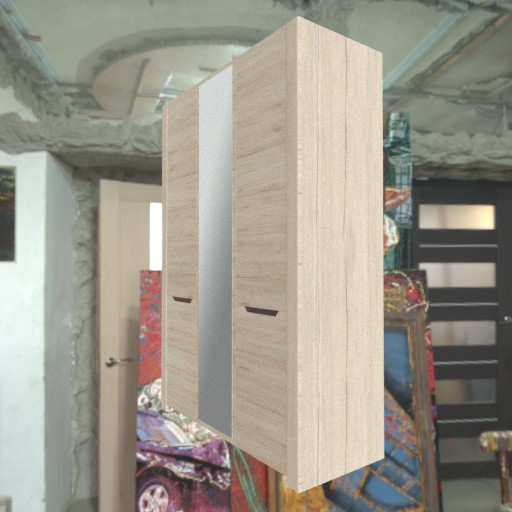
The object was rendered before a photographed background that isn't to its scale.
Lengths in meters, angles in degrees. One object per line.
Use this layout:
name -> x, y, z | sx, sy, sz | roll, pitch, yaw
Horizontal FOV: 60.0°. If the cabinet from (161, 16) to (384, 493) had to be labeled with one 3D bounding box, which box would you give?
cabinet -> 0.000, 0.000, 2.648 | 0.580, 2.070, 1.400 | 1, -1, -36
